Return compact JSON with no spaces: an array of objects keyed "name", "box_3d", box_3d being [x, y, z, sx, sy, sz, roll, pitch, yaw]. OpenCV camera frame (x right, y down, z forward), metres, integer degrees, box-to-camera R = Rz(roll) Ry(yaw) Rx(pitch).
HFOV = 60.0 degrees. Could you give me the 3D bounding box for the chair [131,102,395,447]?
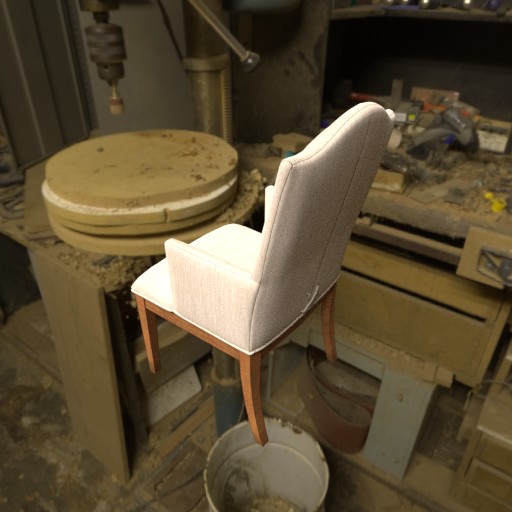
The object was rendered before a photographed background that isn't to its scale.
[{"name":"chair","box_3d":[0.000,0.000,1.396,0.641,1.016,0.533,22,38,31]}]
